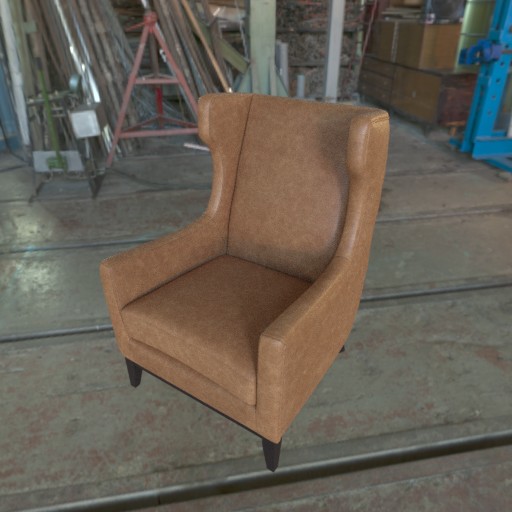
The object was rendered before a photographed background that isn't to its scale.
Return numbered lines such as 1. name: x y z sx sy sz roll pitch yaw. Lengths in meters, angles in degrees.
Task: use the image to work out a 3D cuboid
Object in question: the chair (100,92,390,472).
1. chair: 0.000 0.000 1.697 0.766 1.079 0.899 19 35 29
